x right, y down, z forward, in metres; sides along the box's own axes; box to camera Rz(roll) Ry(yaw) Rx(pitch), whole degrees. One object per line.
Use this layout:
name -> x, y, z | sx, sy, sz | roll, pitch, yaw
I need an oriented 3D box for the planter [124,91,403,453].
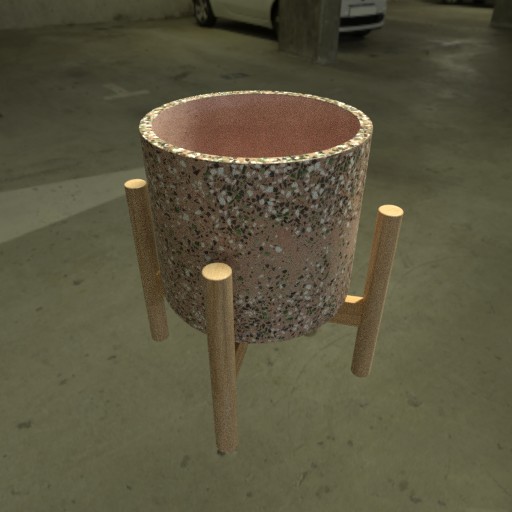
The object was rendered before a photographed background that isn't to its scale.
planter -> 0.000, 0.000, 0.520 | 0.284, 0.320, 0.284 | 22, 40, 29
